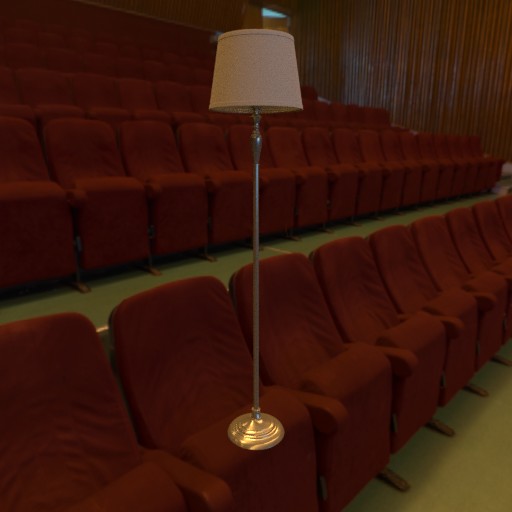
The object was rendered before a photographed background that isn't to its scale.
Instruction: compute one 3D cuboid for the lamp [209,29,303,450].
[{"bbox_3d":[0.000,0.000,1.672,0.327,1.506,0.327,13,19,42],"label":"lamp"}]
